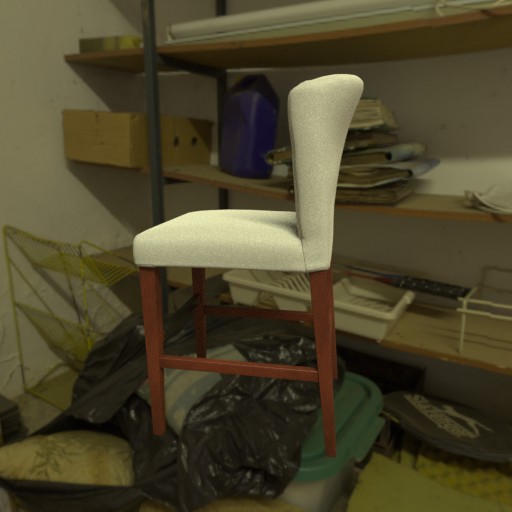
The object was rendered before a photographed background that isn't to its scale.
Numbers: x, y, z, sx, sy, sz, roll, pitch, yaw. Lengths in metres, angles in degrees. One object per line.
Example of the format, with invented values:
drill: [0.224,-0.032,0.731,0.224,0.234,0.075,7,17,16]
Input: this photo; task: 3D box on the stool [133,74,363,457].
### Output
stool: [0.000,0.000,1.311,0.568,0.968,0.479,2,14,10]
